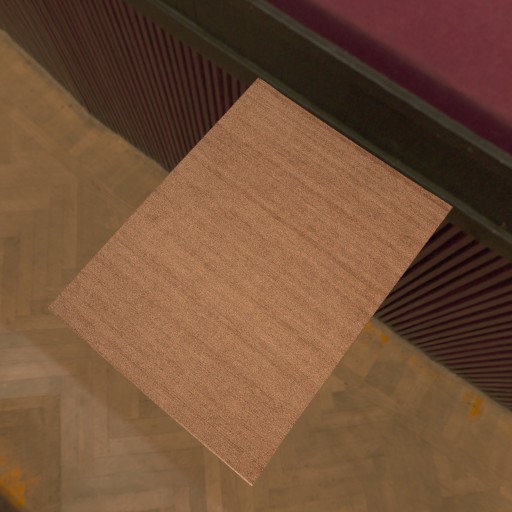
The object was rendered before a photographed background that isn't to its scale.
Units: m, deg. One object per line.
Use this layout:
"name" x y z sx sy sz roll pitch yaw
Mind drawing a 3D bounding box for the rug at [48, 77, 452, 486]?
"rug" 0.000 0.000 5.007 2.873 0.053 3.778 37 78 9
